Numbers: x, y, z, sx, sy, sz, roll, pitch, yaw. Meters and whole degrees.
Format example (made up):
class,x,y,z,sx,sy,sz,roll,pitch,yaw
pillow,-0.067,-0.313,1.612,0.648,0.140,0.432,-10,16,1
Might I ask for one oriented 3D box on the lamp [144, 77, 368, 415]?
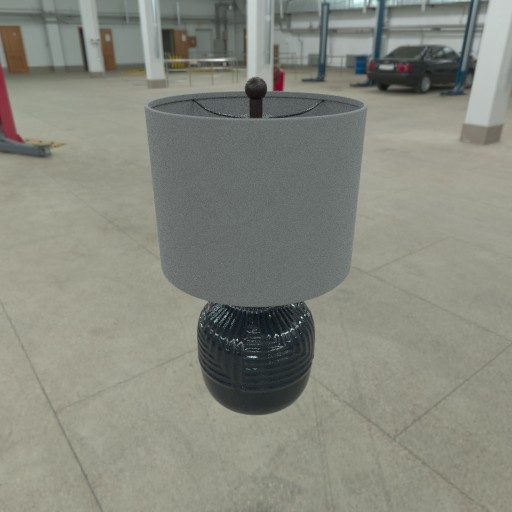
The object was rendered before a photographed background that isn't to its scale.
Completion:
class,x,y,z,sx,sy,sz,roll,pitch,yaw
lamp,0.000,0.000,0.755,0.318,0.567,0.318,0,26,0
